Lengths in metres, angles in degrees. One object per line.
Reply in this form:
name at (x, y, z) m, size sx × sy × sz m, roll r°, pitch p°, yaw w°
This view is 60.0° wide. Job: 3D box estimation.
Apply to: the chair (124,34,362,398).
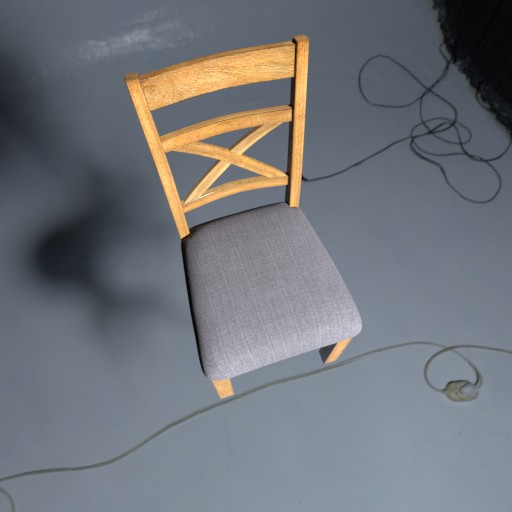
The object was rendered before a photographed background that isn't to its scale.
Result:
chair at (0.000, 0.000, 1.268) m, size 0.470 × 0.949 × 0.581 m, roll -16°, pitch 65°, yaw -8°
